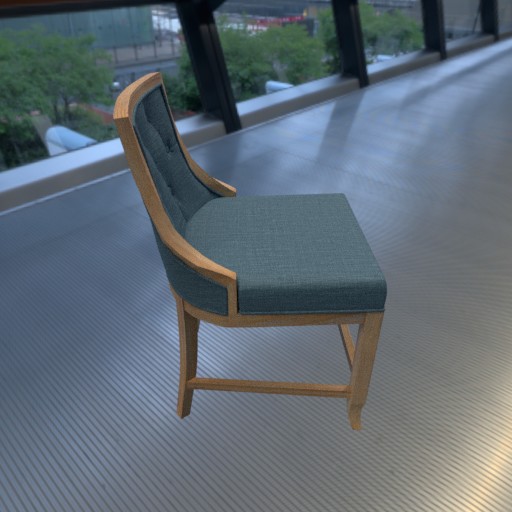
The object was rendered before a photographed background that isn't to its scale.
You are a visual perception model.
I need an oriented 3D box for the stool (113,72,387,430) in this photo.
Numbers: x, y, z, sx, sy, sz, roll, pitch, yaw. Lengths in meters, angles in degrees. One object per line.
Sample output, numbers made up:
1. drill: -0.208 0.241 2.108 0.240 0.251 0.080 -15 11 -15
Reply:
1. stool: 0.000 0.000 1.297 0.626 0.938 0.524 -1 33 -2
